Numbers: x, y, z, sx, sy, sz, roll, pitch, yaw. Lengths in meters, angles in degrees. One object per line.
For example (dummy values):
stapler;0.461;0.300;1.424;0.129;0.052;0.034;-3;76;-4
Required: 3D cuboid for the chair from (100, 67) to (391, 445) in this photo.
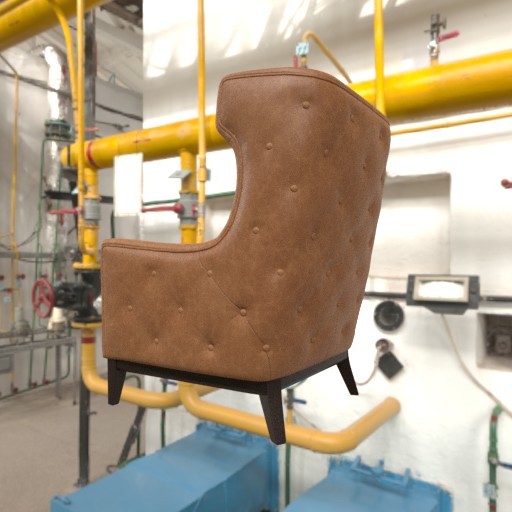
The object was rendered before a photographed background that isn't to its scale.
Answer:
chair;0.000;0.000;1.663;0.899;1.079;0.766;0;0;35
